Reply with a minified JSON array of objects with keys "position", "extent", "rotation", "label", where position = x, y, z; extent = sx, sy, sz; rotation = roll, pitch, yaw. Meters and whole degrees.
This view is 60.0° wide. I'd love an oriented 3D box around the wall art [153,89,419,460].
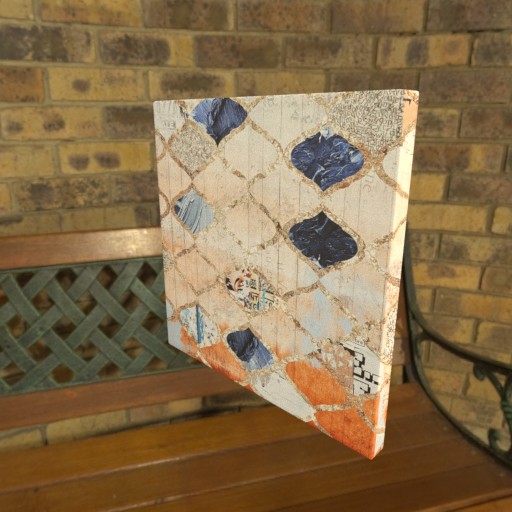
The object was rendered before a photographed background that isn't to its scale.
[{"position":[0.000,0.000,0.751],"extent":[0.507,0.508,0.038],"rotation":[16,23,42],"label":"wall art"}]
